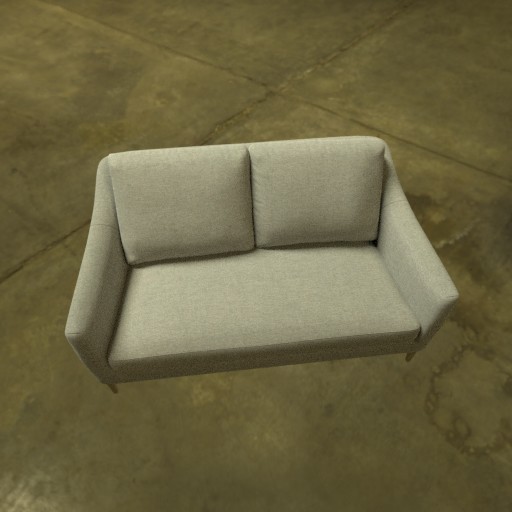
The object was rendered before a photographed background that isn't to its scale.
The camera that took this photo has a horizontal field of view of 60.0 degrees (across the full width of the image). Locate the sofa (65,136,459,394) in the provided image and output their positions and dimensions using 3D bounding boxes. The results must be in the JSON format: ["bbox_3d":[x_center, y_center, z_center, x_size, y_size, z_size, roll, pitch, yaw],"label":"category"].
[{"bbox_3d":[0.000,0.000,2.201,1.619,0.904,0.960,-5,48,-4],"label":"sofa"}]
